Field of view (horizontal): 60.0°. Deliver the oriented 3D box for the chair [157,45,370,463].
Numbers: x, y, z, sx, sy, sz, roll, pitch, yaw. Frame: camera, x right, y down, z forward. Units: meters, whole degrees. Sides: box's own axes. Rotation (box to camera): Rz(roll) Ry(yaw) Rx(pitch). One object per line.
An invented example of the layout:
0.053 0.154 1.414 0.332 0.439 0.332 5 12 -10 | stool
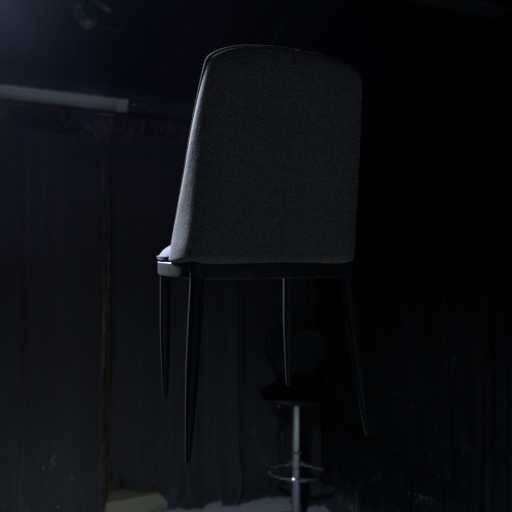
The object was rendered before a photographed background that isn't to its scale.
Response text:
0.000 0.000 1.160 0.488 0.855 0.550 0 0 -19 | chair
